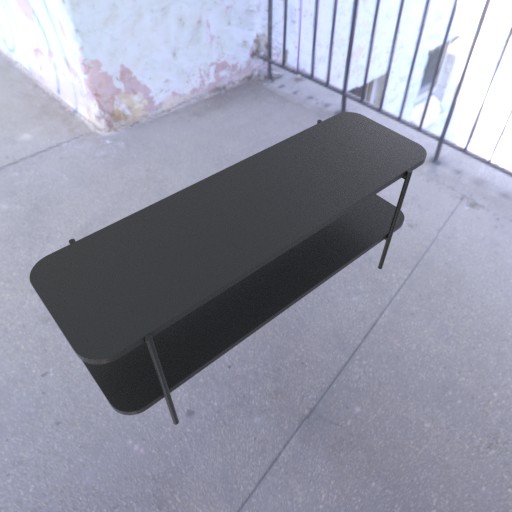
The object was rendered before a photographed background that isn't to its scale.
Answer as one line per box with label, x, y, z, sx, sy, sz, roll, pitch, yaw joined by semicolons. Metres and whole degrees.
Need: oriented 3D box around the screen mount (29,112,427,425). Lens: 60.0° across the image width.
screen mount;0.000;0.000;1.419;1.200;0.447;0.400;-32;55;-26
